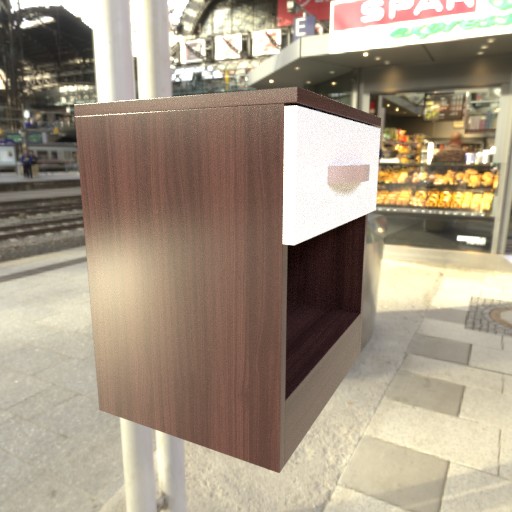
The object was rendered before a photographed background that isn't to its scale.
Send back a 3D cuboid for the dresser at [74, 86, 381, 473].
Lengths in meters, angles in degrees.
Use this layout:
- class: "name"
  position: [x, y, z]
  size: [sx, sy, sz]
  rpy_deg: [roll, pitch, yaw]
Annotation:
- class: "dresser"
  position: [0.000, 0.000, 0.755]
  size: [0.360, 0.470, 0.400]
  rpy_deg: [6, 14, 27]
